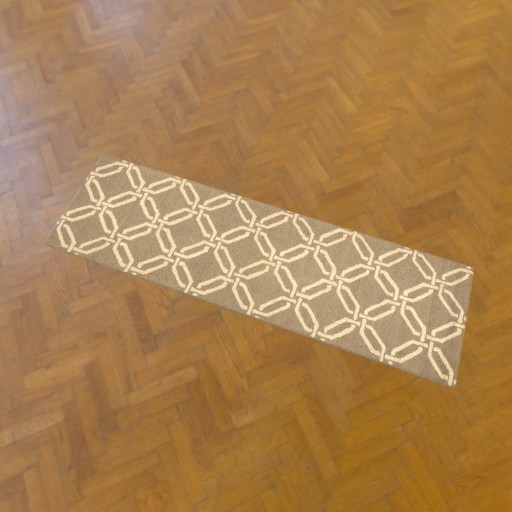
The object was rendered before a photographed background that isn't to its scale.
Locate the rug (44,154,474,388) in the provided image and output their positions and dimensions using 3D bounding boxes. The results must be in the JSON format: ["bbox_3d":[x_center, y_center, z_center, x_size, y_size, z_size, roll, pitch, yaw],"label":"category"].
[{"bbox_3d":[0.000,0.000,2.435,2.276,0.014,0.678,18,65,9],"label":"rug"}]
